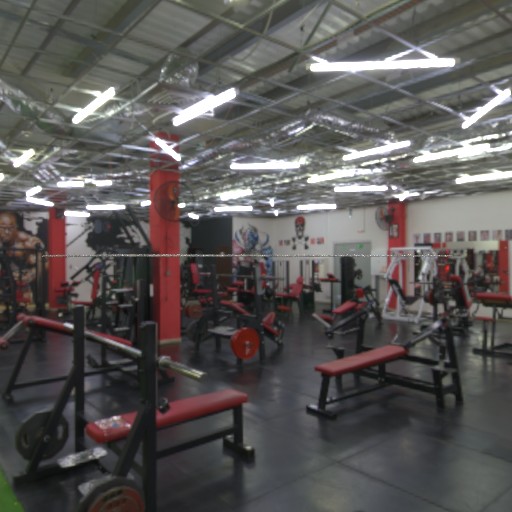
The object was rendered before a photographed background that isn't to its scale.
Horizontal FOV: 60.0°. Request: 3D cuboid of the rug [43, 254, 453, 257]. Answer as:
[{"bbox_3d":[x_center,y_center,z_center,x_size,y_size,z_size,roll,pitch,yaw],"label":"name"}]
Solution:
[{"bbox_3d":[0.000,0.000,2.093,1.652,0.006,1.035,0,0,-37],"label":"rug"}]
